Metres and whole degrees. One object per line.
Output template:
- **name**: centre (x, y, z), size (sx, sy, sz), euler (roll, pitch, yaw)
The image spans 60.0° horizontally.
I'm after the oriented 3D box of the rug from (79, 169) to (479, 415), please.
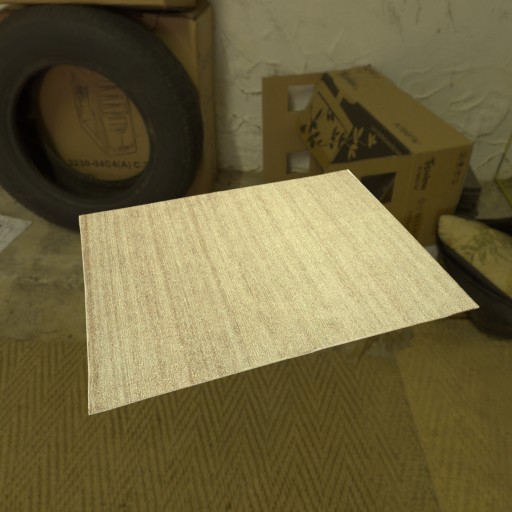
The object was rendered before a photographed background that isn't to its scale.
- **rug**: centre (0.000, 0.000, 4.243), size (3.202, 0.045, 2.434), euler (-12, 42, -13)
